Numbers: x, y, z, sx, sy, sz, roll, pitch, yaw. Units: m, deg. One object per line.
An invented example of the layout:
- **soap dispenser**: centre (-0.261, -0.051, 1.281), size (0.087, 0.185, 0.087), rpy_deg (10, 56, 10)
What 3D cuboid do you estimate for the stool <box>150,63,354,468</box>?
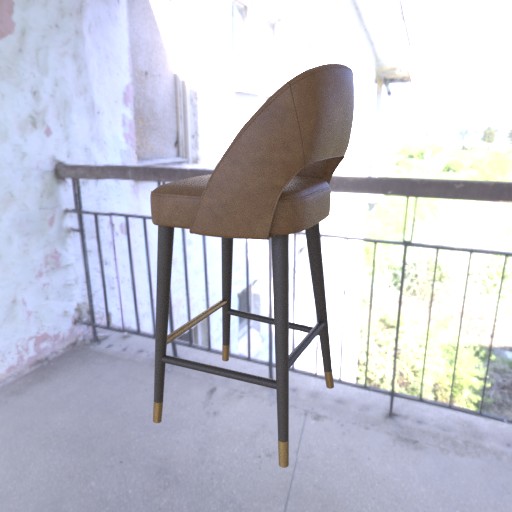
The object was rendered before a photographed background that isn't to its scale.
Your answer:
- **stool**: centre (0.000, 0.000, 1.335), size (0.509, 1.037, 0.494), rpy_deg (8, 18, 25)
